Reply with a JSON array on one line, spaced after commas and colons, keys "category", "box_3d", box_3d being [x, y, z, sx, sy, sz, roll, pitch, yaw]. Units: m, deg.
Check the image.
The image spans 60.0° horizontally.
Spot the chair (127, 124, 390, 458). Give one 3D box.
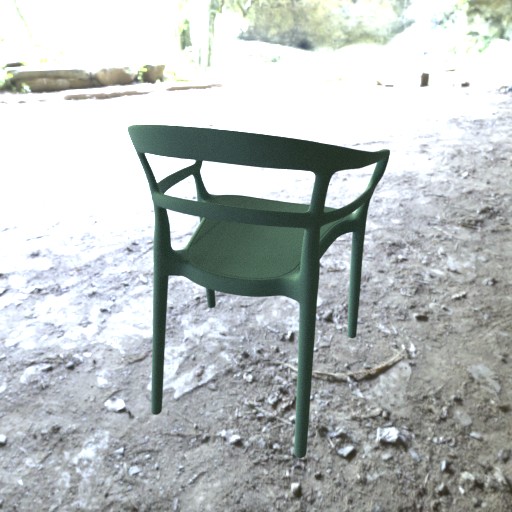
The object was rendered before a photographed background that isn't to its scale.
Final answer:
[{"category": "chair", "box_3d": [0.000, 0.000, 1.121, 0.559, 0.761, 0.527, 10, 31, 16]}]
